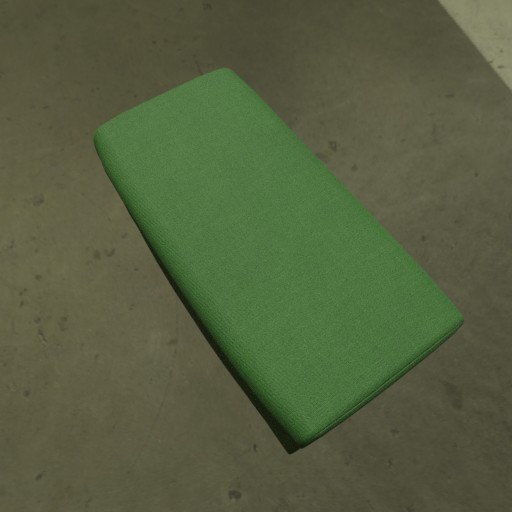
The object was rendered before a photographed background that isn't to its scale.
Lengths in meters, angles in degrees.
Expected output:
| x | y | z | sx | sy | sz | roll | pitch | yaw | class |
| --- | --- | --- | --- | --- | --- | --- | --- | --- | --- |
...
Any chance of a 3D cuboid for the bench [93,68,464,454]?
| x | y | z | sx | sy | sz | roll | pitch | yaw | class |
| --- | --- | --- | --- | --- | --- | --- | --- | --- | --- |
| 0.000 | 0.000 | 1.294 | 0.505 | 0.501 | 0.989 | -32 | 68 | -15 | bench |
